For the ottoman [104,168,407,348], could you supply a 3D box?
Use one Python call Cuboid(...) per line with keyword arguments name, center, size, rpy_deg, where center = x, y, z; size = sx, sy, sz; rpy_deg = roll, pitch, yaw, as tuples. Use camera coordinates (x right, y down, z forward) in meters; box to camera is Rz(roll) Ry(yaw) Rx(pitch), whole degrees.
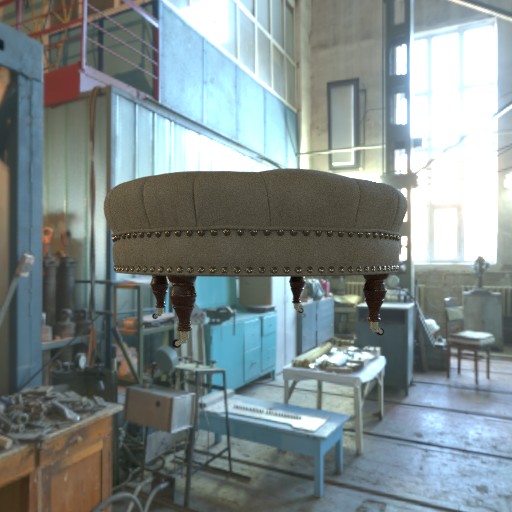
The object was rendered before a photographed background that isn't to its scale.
Cuboid(name="ottoman", center=(0.000, 0.000, 1.385), size=(0.901, 0.439, 0.901), rpy_deg=(0, -1, 0))
